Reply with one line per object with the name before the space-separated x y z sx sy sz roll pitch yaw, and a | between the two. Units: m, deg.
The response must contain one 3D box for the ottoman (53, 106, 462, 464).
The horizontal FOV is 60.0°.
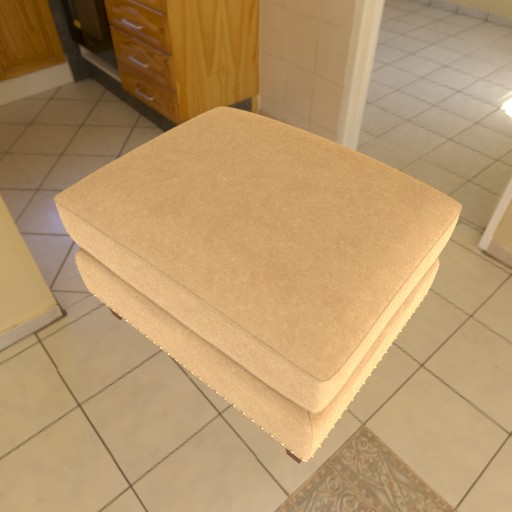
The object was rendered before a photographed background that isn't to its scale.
ottoman | 0.000 0.000 1.111 0.741 0.513 0.584 30 53 26
